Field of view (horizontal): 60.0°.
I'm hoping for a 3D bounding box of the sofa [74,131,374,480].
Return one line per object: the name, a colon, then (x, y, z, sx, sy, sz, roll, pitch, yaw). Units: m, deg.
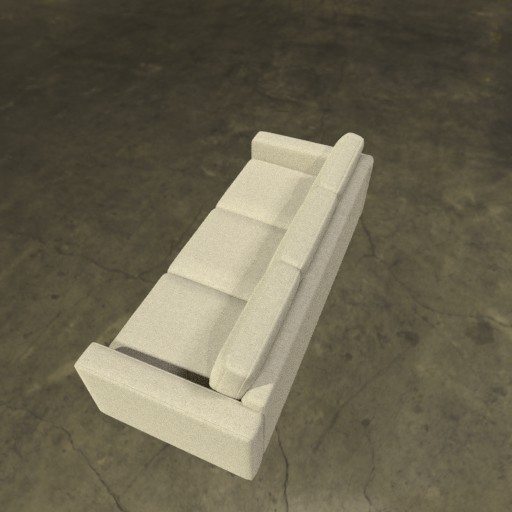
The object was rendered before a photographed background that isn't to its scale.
sofa: (0.000, 0.000, 2.659, 0.900, 0.800, 2.160, 17, 49, 16)
